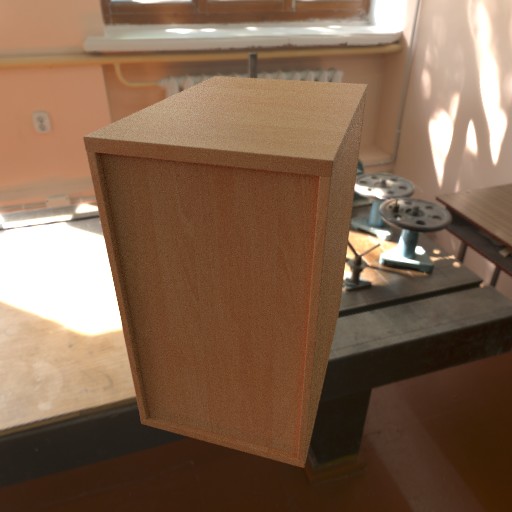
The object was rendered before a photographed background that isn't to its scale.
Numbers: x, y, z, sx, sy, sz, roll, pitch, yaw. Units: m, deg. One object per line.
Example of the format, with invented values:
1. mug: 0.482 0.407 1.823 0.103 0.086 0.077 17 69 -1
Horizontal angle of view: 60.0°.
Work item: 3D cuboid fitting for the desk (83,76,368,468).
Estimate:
1. desk: 0.000 0.000 1.100 0.404 0.730 0.600 9 32 14
